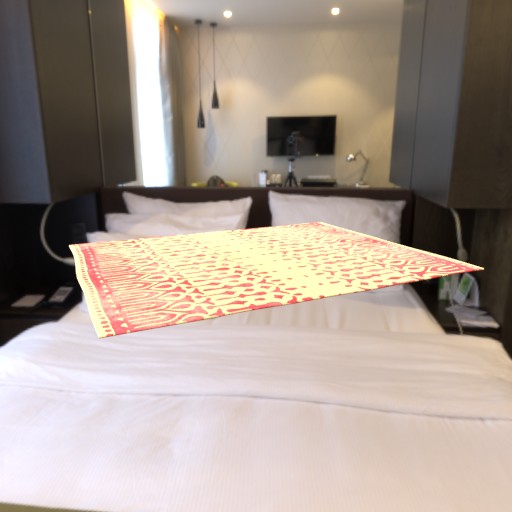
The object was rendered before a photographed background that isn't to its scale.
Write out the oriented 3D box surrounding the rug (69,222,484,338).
[{"bbox_3d":[0.000,0.000,4.105,3.095,0.016,2.441,-7,16,-25],"label":"rug"}]
